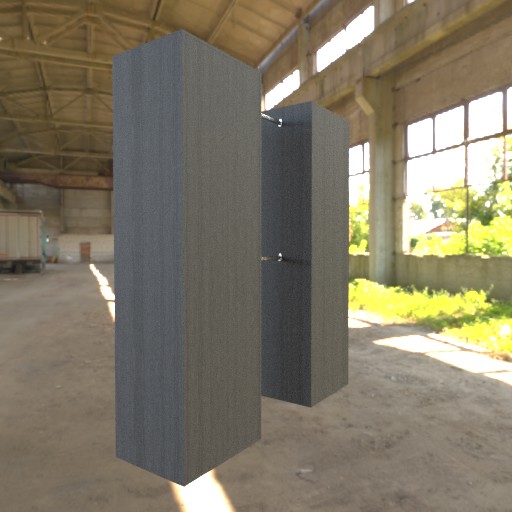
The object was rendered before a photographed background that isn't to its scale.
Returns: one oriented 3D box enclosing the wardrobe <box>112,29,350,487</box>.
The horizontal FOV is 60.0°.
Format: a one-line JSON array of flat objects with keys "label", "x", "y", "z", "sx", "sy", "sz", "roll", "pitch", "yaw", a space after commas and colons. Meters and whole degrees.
[{"label": "wardrobe", "x": 0.000, "y": 0.000, "z": 2.794, "sx": 0.480, "sy": 2.000, "sz": 1.770, "roll": 1, "pitch": 2, "yaw": 35}]
